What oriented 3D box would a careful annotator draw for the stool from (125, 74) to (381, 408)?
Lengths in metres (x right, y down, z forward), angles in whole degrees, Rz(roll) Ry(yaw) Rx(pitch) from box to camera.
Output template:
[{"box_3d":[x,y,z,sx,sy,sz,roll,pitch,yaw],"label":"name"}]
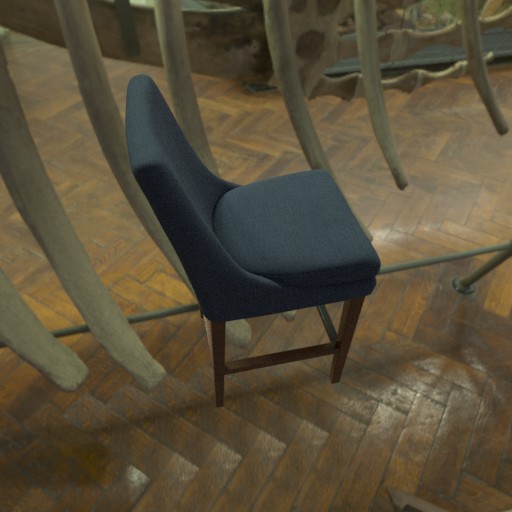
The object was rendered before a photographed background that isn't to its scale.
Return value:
[{"box_3d":[0.000,0.000,1.326,0.577,0.981,0.470,-9,46,-9],"label":"stool"}]
